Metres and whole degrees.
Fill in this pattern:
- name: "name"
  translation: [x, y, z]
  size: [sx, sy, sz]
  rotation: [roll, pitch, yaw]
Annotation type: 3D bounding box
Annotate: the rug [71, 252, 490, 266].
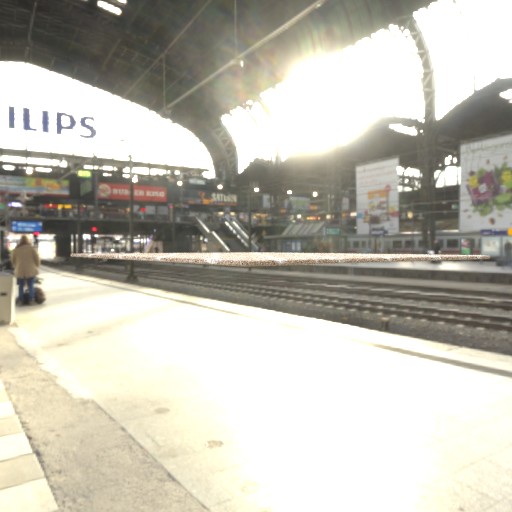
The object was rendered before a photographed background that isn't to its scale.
- name: "rug"
  translation: [0.000, 0.000, 4.028]
  size: [2.438, 0.029, 3.047]
  rotation: [-1, 1, -37]
